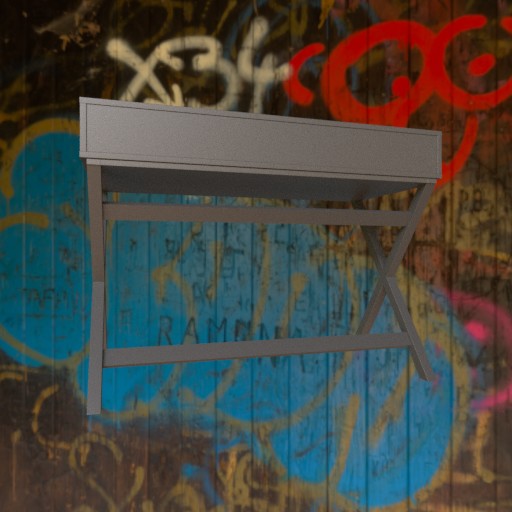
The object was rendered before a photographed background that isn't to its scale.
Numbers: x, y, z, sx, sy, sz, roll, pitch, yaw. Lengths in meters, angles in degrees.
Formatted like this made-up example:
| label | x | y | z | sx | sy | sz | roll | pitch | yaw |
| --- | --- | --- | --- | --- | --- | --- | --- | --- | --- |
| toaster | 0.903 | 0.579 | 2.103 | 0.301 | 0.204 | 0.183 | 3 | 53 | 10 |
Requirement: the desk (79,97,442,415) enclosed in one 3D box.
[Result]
| label | x | y | z | sx | sy | sz | roll | pitch | yaw |
| --- | --- | --- | --- | --- | --- | --- | --- | --- | --- |
| desk | 0.000 | 0.000 | 1.486 | 1.057 | 0.780 | 0.525 | 0 | 0 | -17 |
